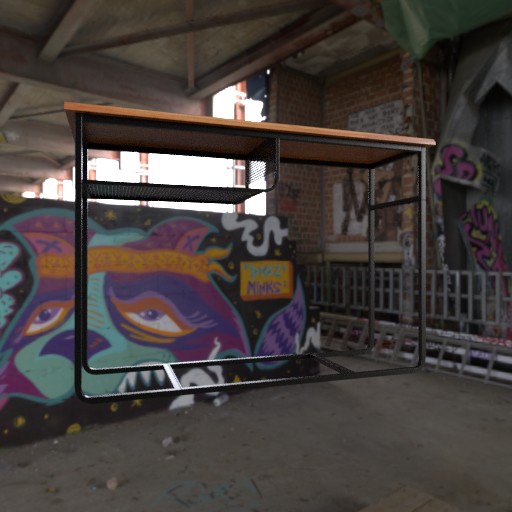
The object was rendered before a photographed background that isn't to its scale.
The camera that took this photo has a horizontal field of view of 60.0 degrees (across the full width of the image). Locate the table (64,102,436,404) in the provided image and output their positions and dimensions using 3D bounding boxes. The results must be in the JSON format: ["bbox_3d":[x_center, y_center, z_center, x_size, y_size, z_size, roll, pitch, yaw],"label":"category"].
[{"bbox_3d":[0.000,0.000,1.418,1.100,0.750,0.350,0,0,-18],"label":"table"}]
